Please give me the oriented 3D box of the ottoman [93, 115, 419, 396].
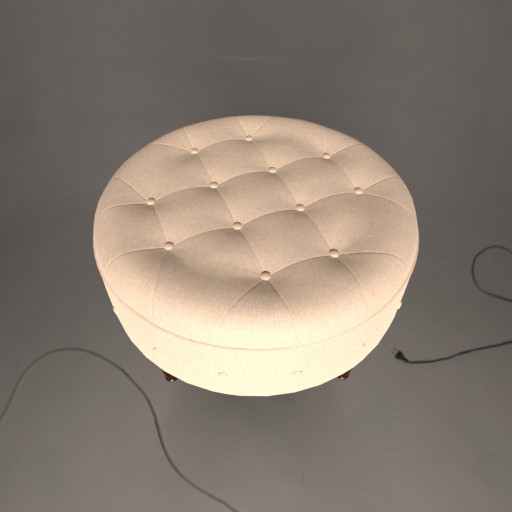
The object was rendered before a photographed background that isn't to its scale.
[{"bbox_3d":[0.000,0.000,1.313,0.848,0.494,0.848,0,47,0],"label":"ottoman"}]
